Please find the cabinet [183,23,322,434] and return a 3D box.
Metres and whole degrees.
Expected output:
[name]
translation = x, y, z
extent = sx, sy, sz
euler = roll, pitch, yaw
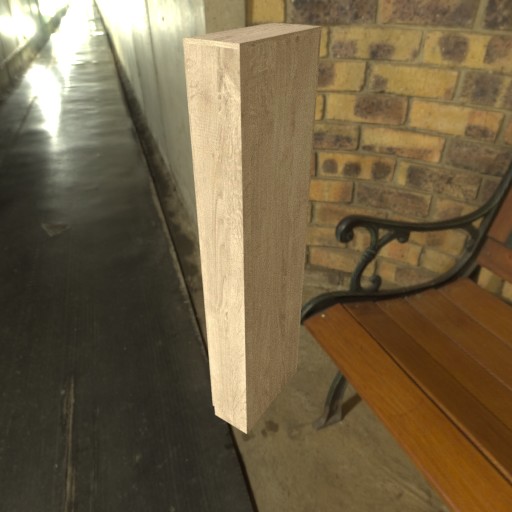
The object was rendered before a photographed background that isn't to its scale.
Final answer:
[cabinet]
translation = 0.000, 0.000, 1.967
extent = 0.230, 1.790, 0.500
euler = 21, 39, 28
